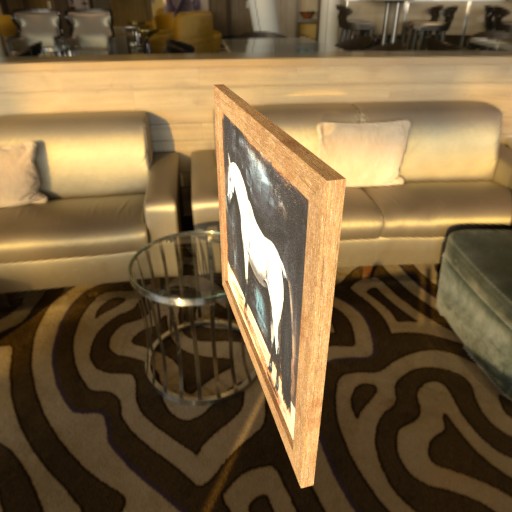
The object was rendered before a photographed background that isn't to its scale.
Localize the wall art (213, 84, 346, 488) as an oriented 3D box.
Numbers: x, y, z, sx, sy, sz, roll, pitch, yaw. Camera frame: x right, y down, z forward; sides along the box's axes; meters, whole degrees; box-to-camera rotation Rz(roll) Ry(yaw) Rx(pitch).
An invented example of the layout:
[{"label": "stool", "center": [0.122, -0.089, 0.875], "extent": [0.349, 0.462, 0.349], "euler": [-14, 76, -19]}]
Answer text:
[{"label": "wall art", "center": [0.000, 0.000, 0.948], "extent": [0.026, 0.588, 0.690], "euler": [-8, 31, -13]}]
